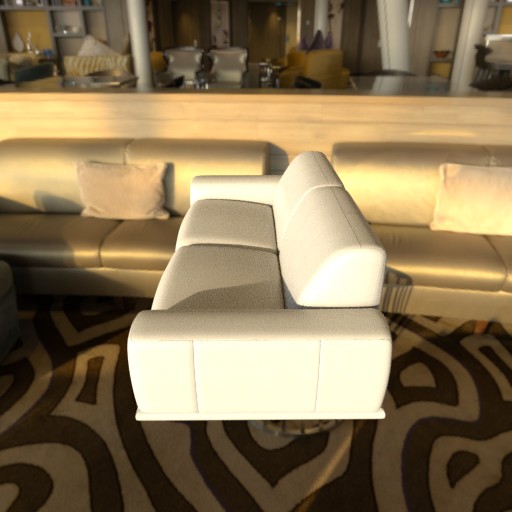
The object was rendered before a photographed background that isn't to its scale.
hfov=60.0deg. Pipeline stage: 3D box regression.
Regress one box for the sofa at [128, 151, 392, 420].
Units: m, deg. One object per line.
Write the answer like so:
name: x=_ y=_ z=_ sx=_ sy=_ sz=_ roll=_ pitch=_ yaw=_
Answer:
sofa: x=0.000 y=0.000 z=2.315 sx=0.900 sy=0.772 sz=1.901 roll=0 pitch=26 yaw=0
